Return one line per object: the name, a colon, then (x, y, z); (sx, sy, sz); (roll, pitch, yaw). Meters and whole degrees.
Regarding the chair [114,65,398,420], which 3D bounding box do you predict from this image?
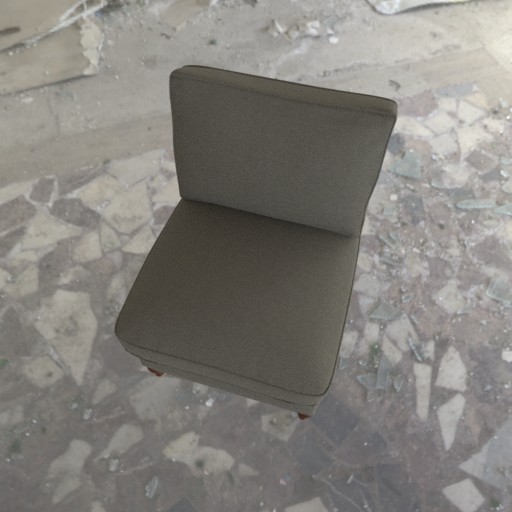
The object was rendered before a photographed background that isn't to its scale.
chair: (0.000, 0.000, 1.611); (0.724, 1.045, 0.924); (14, 58, 9)
